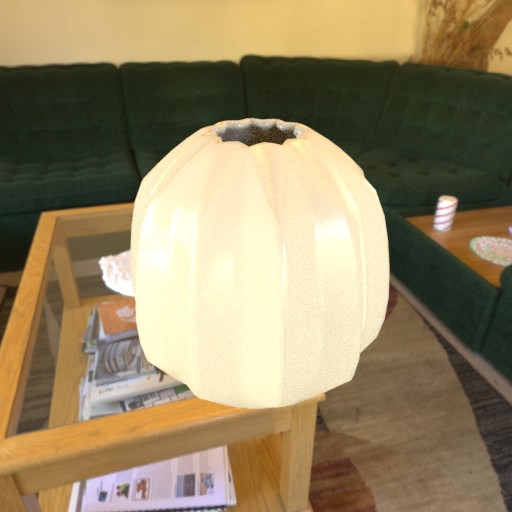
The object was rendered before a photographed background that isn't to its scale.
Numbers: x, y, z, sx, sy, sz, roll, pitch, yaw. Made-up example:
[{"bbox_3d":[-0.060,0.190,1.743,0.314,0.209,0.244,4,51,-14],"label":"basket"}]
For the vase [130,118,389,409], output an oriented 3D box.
[{"bbox_3d":[0.000,0.000,0.238,0.139,0.134,0.139,0,30,0],"label":"vase"}]
